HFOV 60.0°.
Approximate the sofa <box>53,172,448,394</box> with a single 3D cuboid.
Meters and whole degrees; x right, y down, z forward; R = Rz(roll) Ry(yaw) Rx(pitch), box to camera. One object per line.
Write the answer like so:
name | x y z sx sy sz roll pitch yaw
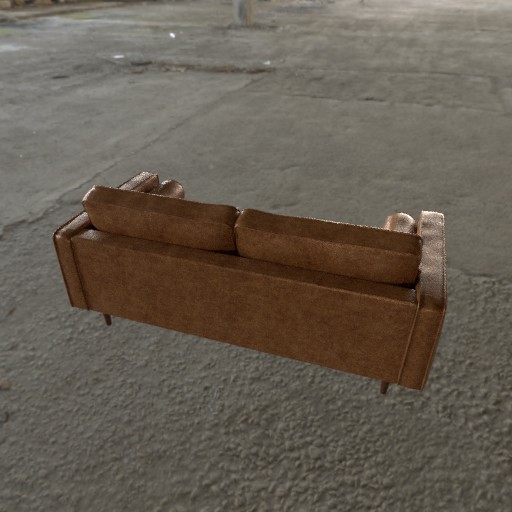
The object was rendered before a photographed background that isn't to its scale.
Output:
sofa | 0.000 0.000 2.458 1.920 0.825 0.924 10 34 15
